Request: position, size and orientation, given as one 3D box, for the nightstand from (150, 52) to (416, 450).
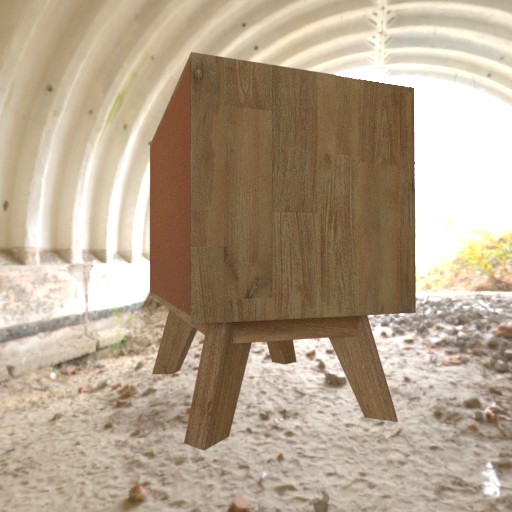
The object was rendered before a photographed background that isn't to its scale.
[{"bbox_3d":[0.000,0.000,0.967,0.396,0.589,0.552,0,0,-19],"label":"nightstand"}]
